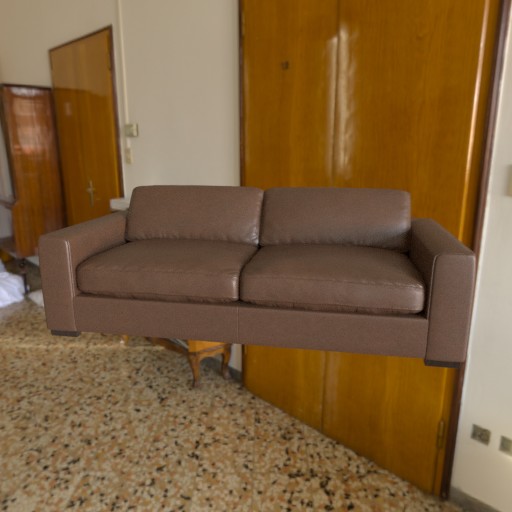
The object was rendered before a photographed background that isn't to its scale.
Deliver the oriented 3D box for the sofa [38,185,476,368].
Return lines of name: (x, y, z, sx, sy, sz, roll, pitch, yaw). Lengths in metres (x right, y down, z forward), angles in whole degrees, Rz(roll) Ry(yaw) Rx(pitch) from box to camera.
sofa: (0.000, 0.000, 2.740, 2.262, 0.801, 1.070, 3, 14, 10)
